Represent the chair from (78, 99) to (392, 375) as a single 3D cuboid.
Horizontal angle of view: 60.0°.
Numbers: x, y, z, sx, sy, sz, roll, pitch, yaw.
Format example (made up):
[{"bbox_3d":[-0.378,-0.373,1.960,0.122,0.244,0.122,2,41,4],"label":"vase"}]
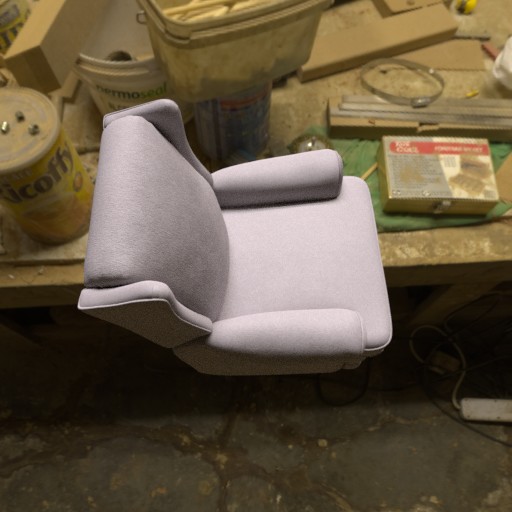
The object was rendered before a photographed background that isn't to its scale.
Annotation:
[{"bbox_3d":[0.000,0.000,1.688,0.969,1.011,0.847,-2,65,-1],"label":"chair"}]
